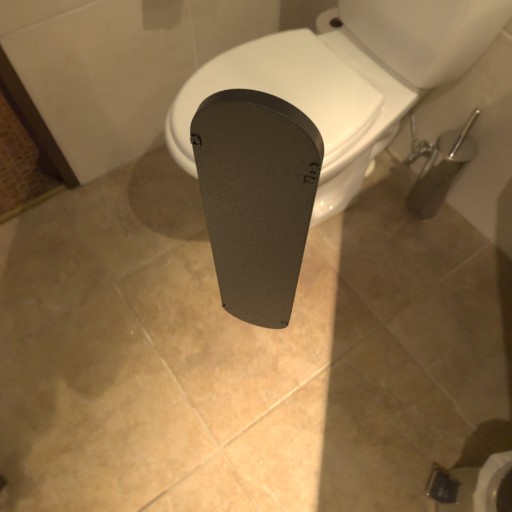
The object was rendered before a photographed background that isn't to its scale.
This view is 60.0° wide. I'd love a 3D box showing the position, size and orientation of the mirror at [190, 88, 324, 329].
[{"bbox_3d":[0.000,0.000,1.076,0.222,0.991,0.032,16,64,8],"label":"mirror"}]
